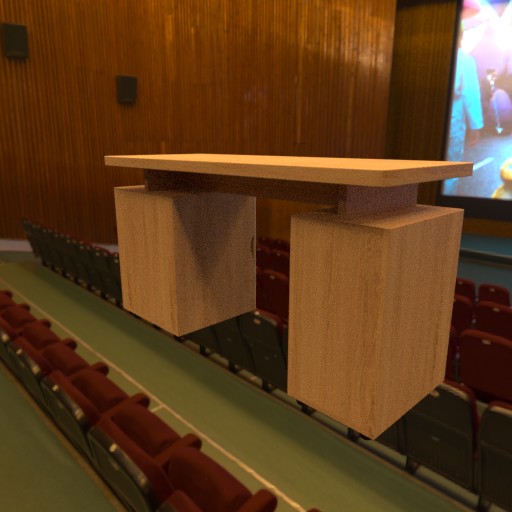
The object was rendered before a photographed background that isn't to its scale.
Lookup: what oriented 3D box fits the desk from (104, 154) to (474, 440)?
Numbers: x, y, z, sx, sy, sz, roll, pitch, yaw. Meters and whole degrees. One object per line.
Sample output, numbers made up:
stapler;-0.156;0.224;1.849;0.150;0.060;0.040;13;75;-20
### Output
desk;0.000;0.000;1.771;0.550;0.760;1.400;-14;20;-43
